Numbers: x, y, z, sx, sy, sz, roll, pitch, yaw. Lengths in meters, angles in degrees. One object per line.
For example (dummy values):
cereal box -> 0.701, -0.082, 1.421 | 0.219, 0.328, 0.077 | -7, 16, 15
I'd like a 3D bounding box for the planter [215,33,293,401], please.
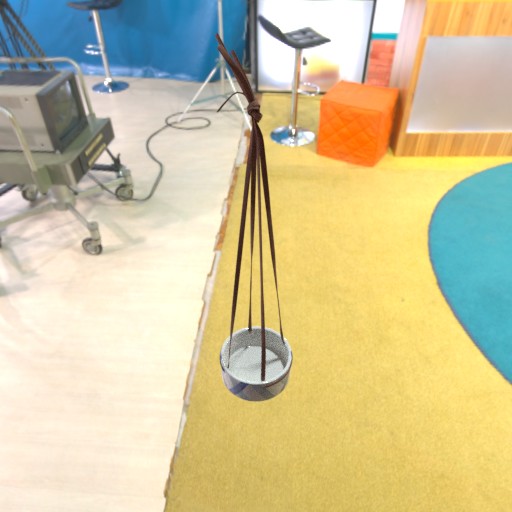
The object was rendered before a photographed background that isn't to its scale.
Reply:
planter -> 0.000, 0.000, 0.819 | 0.166, 0.751, 0.166 | -24, 45, -26
